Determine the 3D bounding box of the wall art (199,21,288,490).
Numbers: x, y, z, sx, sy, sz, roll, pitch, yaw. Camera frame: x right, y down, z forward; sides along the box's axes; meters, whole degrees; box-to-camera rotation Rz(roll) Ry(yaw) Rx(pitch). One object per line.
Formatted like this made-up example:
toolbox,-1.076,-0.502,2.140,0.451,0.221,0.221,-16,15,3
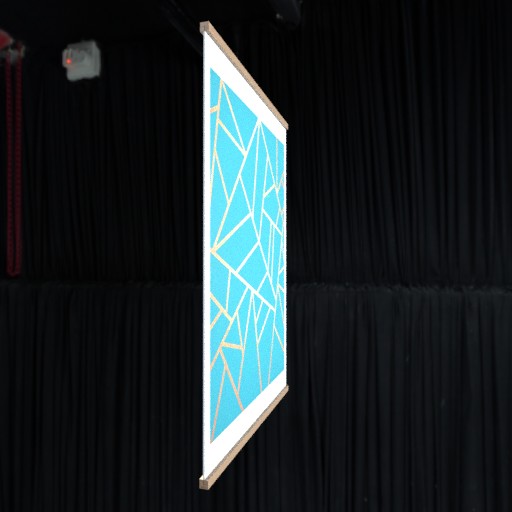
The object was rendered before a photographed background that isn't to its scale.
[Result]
wall art,0.000,0.000,0.796,0.012,0.608,0.459,0,-1,17
